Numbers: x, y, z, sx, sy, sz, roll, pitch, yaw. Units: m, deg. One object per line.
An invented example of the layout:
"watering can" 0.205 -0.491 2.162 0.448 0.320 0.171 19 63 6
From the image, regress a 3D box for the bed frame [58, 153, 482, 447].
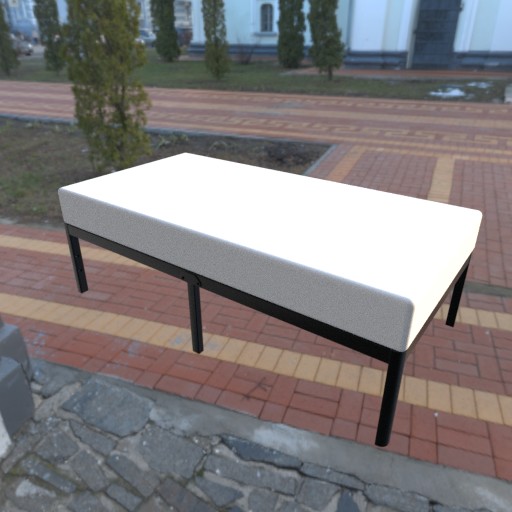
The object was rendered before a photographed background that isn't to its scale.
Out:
"bed frame" 0.000 0.000 2.399 1.950 0.659 1.023 18 32 32
